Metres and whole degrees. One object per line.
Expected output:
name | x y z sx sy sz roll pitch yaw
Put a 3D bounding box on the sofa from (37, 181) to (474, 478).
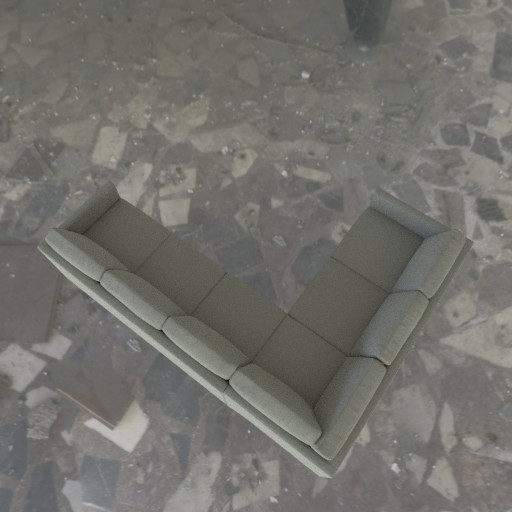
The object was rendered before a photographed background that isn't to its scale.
sofa | 0.000 0.000 4.249 3.182 0.871 2.432 34 69 15
